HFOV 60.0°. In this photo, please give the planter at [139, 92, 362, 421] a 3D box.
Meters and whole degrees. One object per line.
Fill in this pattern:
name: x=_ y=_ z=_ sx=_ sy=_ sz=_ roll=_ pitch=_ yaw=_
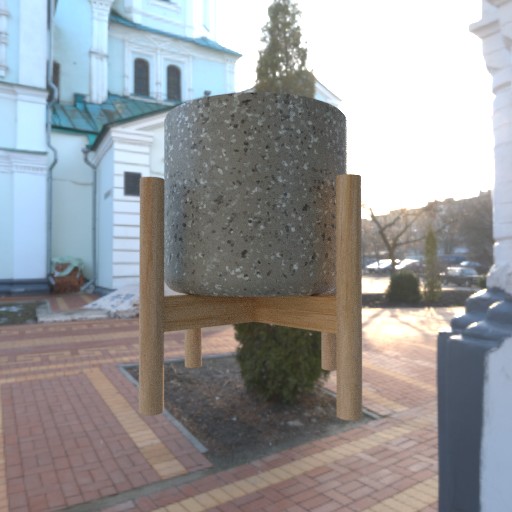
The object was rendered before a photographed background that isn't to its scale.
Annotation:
planter: x=0.000 y=0.000 z=0.546 sx=0.284 sy=0.320 sz=0.284 roll=0 pitch=-1 yaw=-18
